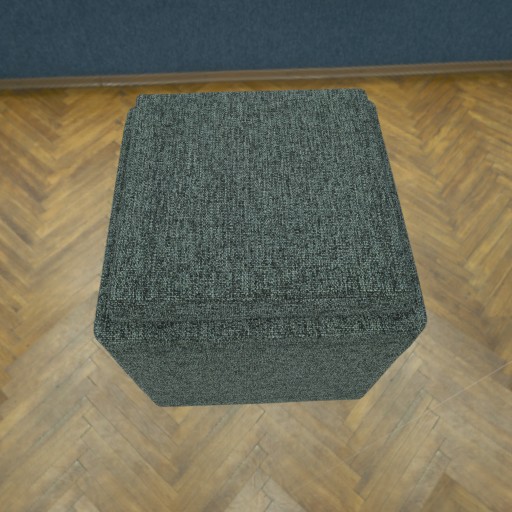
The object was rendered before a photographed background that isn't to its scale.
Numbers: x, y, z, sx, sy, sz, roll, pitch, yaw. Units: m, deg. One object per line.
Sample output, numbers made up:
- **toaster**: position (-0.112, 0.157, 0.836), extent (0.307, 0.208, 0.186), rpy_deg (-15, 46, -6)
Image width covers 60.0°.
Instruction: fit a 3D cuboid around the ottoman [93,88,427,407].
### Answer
- **ottoman**: position (0.000, 0.000, 0.833), extent (0.450, 0.463, 0.450), rpy_deg (-2, 60, -1)
